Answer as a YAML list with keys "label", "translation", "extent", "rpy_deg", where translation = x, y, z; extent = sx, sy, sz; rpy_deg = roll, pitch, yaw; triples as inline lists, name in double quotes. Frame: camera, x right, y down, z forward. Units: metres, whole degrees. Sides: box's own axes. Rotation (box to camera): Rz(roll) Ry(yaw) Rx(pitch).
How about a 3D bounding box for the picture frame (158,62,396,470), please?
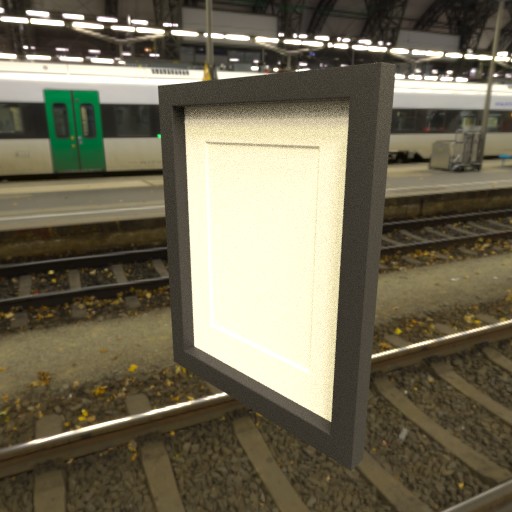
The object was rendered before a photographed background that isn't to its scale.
- label: "picture frame"
  translation: [0.000, 0.000, 0.510]
  extent: [0.307, 0.383, 0.036]
  rpy_deg: [16, 23, 42]
